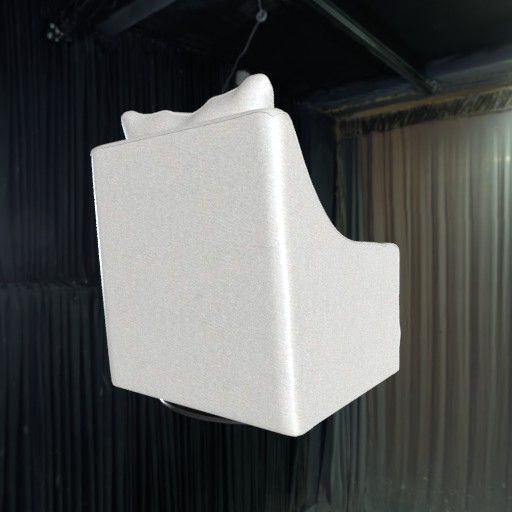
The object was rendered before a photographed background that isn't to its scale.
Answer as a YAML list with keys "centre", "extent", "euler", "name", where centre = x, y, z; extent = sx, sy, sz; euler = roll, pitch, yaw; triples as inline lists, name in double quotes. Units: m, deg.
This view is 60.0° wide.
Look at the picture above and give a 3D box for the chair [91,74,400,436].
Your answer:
- centre: [0.000, 0.000, 1.586]
  extent: [0.760, 0.942, 0.876]
  euler: [0, 1, 36]
  name: "chair"
